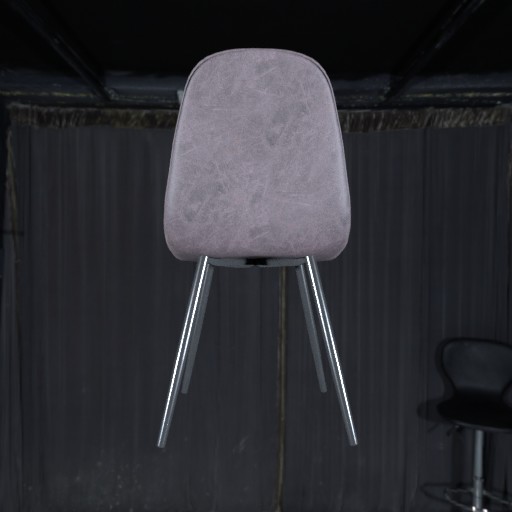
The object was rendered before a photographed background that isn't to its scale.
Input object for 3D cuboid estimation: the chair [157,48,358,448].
[{"bbox_3d":[0.000,0.000,1.219,0.472,0.889,0.561,0,1,-1],"label":"chair"}]
